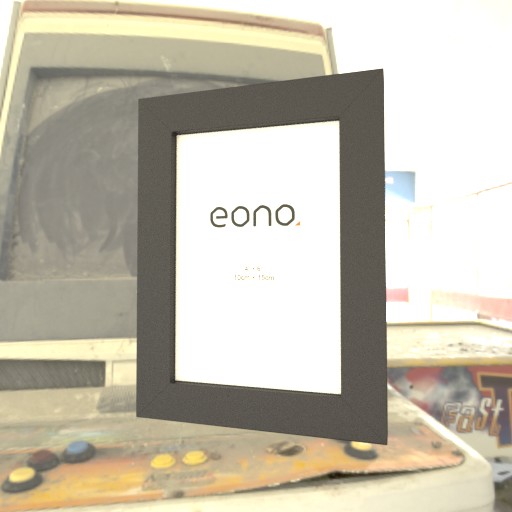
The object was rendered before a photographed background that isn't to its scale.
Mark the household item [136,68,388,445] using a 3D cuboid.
[{"bbox_3d":[0.000,0.000,0.236,0.133,0.178,0.022,0,-1,17],"label":"household item"}]
